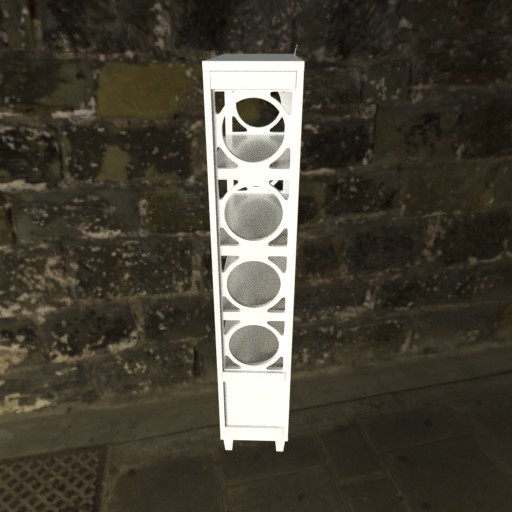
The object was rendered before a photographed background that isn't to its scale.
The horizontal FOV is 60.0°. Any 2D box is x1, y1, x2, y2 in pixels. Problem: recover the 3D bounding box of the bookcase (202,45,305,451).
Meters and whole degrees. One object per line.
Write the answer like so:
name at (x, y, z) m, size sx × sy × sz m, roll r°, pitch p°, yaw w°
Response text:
bookcase at (0.000, 0.000, 2.179) m, size 0.361 × 1.869 × 0.761 m, roll 1°, pitch 26°, yaw 2°
